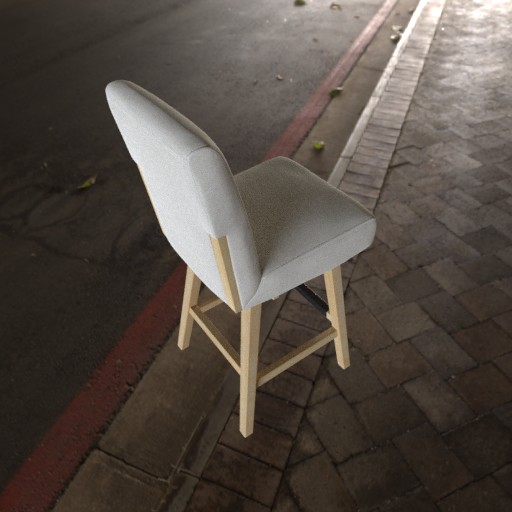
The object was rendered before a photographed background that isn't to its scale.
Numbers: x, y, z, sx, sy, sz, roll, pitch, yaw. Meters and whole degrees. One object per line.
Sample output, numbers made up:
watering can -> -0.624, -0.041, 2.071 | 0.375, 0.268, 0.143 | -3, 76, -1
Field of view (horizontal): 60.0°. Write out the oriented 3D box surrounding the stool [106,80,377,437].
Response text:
stool -> 0.000, 0.000, 1.287 | 0.543, 1.015, 0.446 | -26, 48, -26
